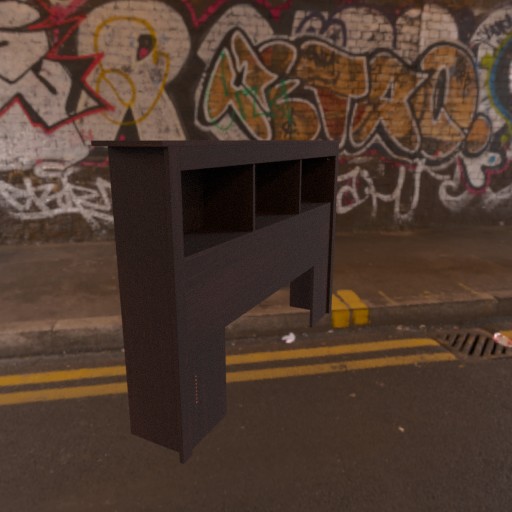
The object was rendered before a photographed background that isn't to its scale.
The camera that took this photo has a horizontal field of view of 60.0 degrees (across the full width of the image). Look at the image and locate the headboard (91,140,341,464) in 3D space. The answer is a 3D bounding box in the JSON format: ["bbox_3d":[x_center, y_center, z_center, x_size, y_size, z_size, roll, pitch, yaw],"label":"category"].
[{"bbox_3d":[0.000,0.000,2.163,0.279,1.092,1.671,8,16,27],"label":"headboard"}]
